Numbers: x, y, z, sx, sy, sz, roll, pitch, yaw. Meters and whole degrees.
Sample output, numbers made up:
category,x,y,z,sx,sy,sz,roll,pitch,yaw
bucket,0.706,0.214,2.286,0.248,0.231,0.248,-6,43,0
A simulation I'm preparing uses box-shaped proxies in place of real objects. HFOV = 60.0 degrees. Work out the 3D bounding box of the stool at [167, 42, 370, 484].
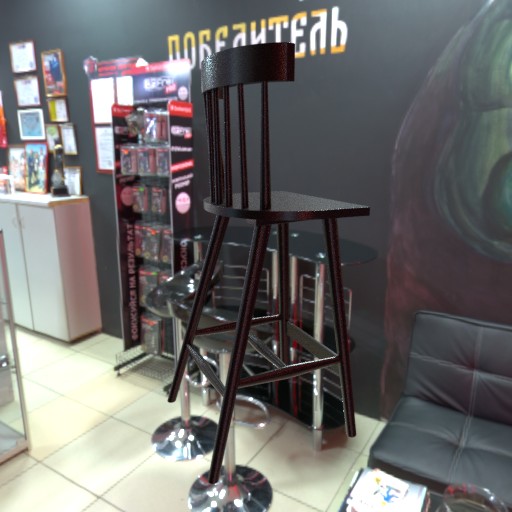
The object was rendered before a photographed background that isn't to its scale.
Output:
category,x,y,z,sx,sy,sz,roll,pitch,yaw
stool,0.000,0.000,1.331,0.483,1.092,0.482,-6,15,-25
